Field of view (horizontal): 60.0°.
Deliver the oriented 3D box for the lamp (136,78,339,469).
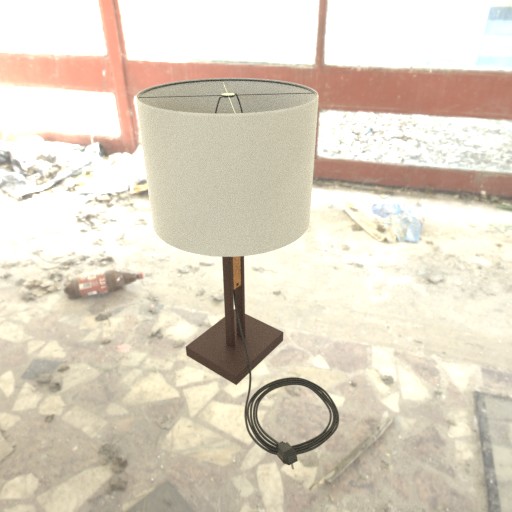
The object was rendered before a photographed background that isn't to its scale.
[{"bbox_3d":[0.000,0.000,0.986,0.525,0.668,0.396,21,37,31],"label":"lamp"}]
